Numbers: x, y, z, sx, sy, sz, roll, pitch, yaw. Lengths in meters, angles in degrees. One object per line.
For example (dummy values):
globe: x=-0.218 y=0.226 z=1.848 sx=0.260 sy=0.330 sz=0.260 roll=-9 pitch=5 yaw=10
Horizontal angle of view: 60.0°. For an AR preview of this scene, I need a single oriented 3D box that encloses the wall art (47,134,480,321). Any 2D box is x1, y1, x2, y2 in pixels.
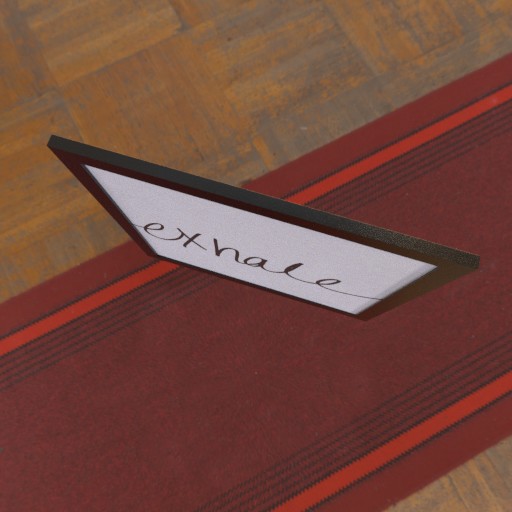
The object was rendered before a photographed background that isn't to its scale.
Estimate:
wall art: x=0.000 y=0.000 z=0.654 sx=0.446 sy=0.445 sz=0.014 roll=16 pitch=76 yaw=4
